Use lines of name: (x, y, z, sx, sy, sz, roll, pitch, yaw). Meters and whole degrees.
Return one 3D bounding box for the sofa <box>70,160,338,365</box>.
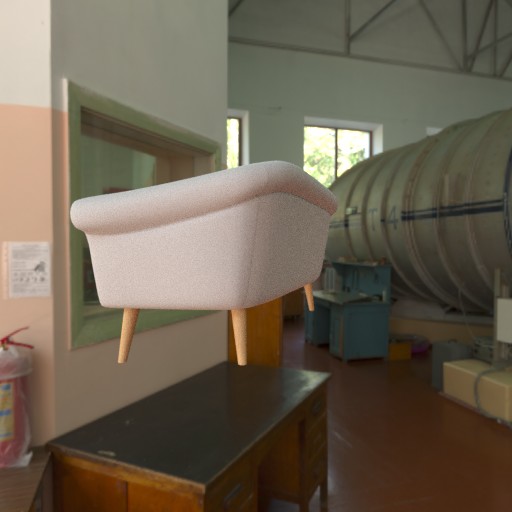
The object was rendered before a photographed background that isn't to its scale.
sofa: (0.000, 0.000, 2.557, 0.827, 0.795, 2.160, 0, 2, 18)
